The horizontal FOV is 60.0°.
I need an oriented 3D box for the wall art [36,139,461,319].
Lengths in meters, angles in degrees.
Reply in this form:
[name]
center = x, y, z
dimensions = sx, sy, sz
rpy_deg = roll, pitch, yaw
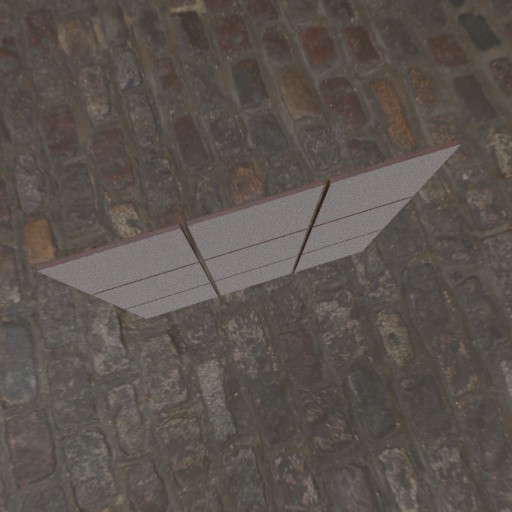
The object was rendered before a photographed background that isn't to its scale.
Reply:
[wall art]
center = 0.000, 0.000, 1.857
dimensions = 1.256, 1.246, 0.017
rpy_deg = -17, 77, -4
